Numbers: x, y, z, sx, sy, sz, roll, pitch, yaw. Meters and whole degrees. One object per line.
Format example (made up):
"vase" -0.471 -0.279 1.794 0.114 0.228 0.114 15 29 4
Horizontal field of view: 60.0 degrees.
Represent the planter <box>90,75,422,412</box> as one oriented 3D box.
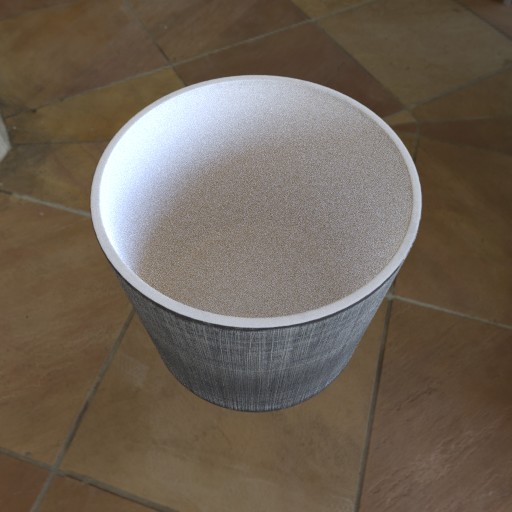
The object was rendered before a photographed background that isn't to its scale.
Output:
"planter" 0.000 0.000 0.385 0.221 0.201 0.221 0 58 0
